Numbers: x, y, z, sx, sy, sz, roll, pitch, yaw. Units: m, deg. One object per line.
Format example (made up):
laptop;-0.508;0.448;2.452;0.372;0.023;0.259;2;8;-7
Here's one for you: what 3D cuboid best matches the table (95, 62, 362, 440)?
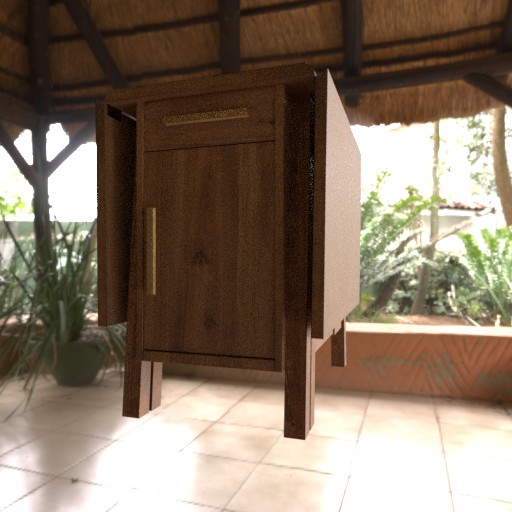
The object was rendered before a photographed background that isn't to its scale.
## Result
table;0.000;0.000;1.681;0.701;0.981;0.967;0;0;18
